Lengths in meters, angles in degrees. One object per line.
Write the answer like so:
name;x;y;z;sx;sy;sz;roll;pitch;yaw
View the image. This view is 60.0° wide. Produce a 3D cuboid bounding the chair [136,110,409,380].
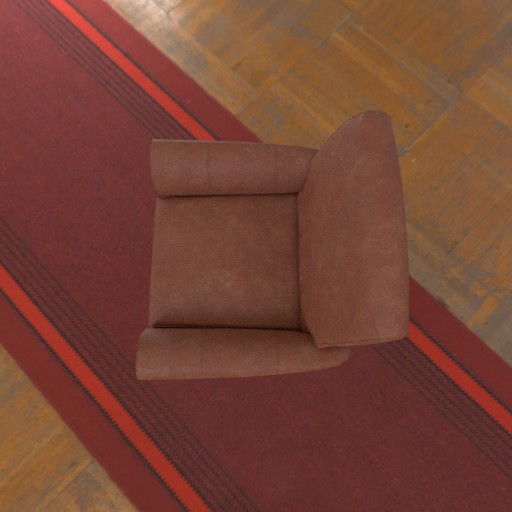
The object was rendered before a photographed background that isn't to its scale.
chair;0.000;0.000;1.816;0.902;1.061;0.978;0;75;0
